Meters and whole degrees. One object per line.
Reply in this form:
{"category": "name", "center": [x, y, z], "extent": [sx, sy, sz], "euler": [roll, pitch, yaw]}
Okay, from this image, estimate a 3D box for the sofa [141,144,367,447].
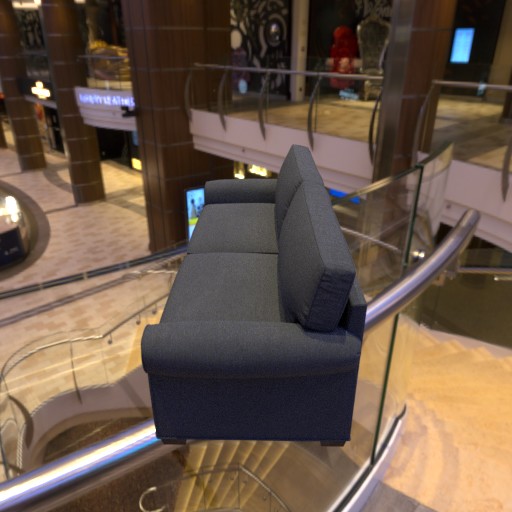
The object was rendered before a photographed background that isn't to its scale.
{"category": "sofa", "center": [0.000, 0.000, 2.905], "extent": [0.954, 1.026, 2.391], "euler": [1, 26, 1]}
